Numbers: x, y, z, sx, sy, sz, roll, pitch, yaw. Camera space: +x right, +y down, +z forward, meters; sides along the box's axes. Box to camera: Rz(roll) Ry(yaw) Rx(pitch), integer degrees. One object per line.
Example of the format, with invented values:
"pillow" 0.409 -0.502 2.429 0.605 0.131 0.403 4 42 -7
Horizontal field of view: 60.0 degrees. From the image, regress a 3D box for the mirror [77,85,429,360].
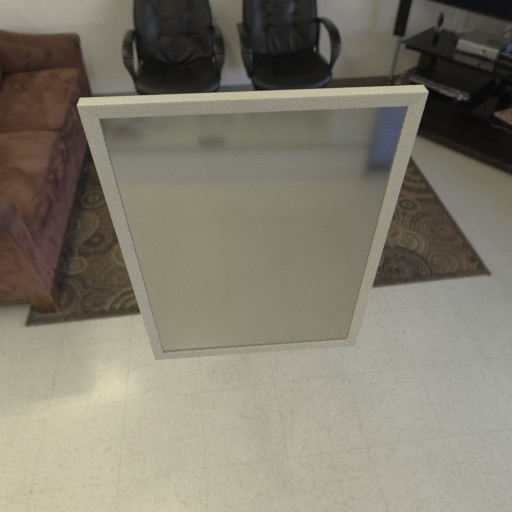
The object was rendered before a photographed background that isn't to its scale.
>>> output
"mirror" 0.000 0.000 1.335 0.762 1.016 0.040 -3 46 -3
